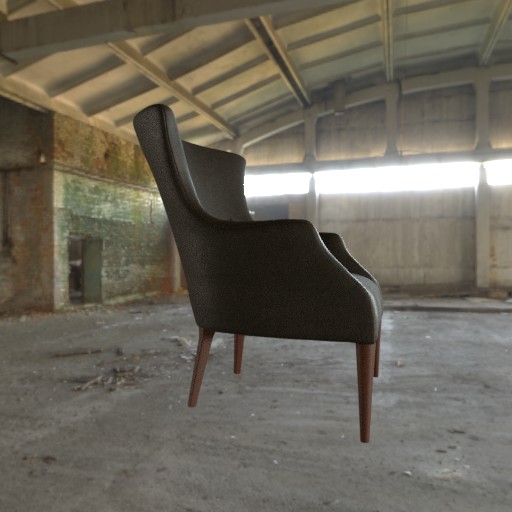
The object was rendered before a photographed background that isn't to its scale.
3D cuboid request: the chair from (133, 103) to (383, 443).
[{"bbox_3d":[0.000,0.000,1.753,0.954,1.068,0.819,0,0,17],"label":"chair"}]
